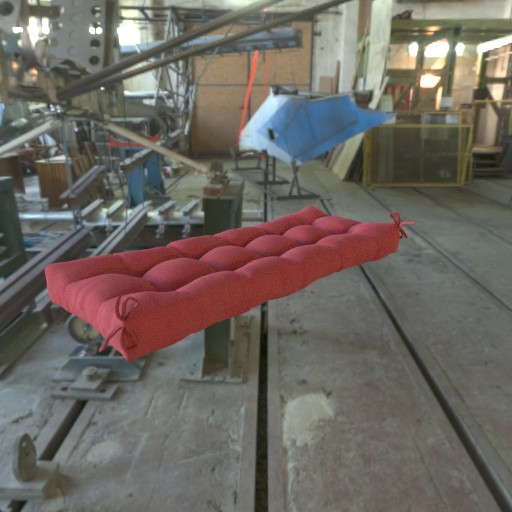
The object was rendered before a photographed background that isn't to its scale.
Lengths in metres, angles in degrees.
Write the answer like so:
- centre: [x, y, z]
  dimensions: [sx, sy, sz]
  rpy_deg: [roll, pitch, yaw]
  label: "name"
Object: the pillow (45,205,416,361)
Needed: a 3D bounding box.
- centre: [0.000, 0.000, 1.388]
  dimensions: [1.194, 0.174, 0.511]
  rpy_deg: [-17, 25, -41]
  label: "pillow"
